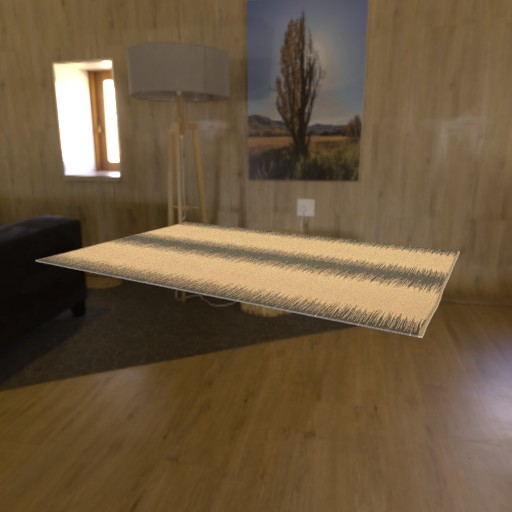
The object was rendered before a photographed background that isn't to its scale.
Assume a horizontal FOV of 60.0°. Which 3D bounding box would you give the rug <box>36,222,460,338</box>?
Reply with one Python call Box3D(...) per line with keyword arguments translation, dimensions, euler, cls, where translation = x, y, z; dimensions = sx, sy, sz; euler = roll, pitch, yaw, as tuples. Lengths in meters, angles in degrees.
Box3D(translation=(0.000, 0.000, 2.310), dimensions=(1.854, 0.006, 1.234), euler=(8, 17, 28), cls="rug")
